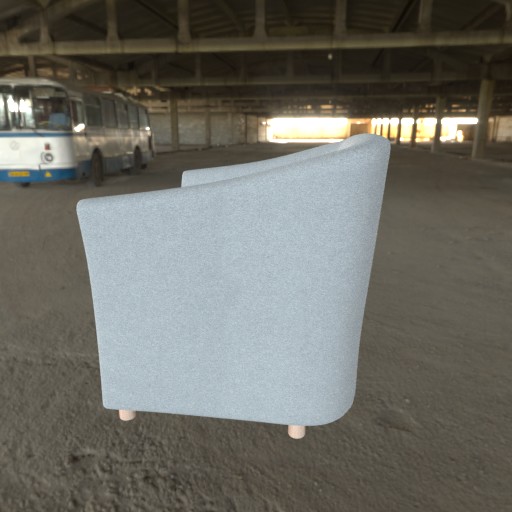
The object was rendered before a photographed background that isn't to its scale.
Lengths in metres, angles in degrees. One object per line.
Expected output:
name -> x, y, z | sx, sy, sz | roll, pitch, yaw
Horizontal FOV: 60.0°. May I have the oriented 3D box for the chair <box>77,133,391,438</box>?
chair -> 0.000, 0.000, 1.351 | 0.700, 0.720, 0.790 | 2, 16, 9
